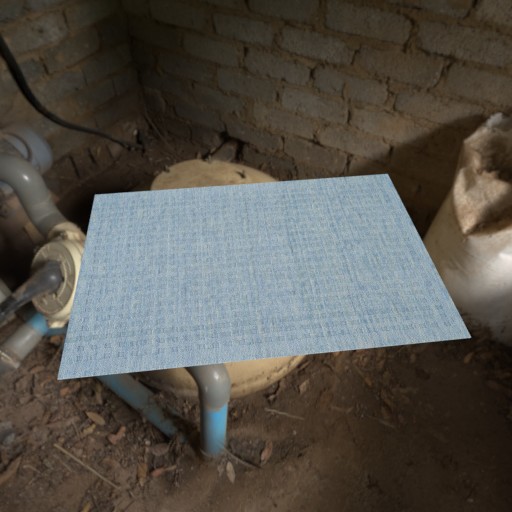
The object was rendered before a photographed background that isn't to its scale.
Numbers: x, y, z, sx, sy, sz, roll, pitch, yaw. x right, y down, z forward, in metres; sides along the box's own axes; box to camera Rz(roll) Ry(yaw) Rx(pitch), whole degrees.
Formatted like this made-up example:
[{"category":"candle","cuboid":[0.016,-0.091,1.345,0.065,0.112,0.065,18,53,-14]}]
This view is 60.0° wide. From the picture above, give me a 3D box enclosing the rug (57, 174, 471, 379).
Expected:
[{"category":"rug","cuboid":[0.000,0.000,2.941,2.286,0.006,1.522,-5,48,-4]}]
